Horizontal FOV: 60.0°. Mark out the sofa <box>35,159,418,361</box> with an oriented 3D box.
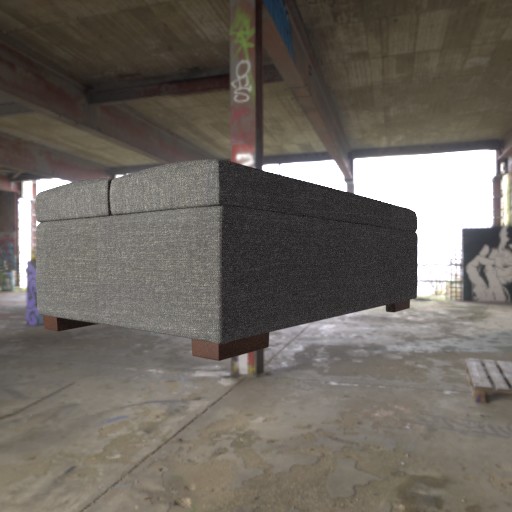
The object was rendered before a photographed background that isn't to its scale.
[{"bbox_3d":[0.000,0.000,1.559,0.782,0.417,1.198,0,0,37],"label":"sofa"}]
